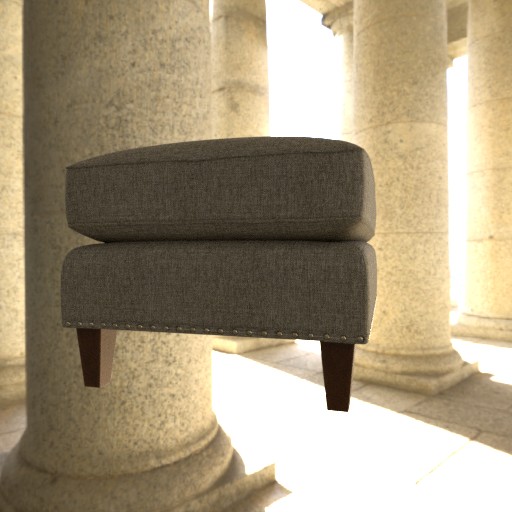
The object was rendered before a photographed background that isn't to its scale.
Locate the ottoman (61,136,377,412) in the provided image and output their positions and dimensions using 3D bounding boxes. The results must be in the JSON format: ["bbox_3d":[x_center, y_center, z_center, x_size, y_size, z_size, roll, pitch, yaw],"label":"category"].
[{"bbox_3d":[0.000,0.000,1.125,0.584,0.513,0.741,0,0,16],"label":"ottoman"}]
